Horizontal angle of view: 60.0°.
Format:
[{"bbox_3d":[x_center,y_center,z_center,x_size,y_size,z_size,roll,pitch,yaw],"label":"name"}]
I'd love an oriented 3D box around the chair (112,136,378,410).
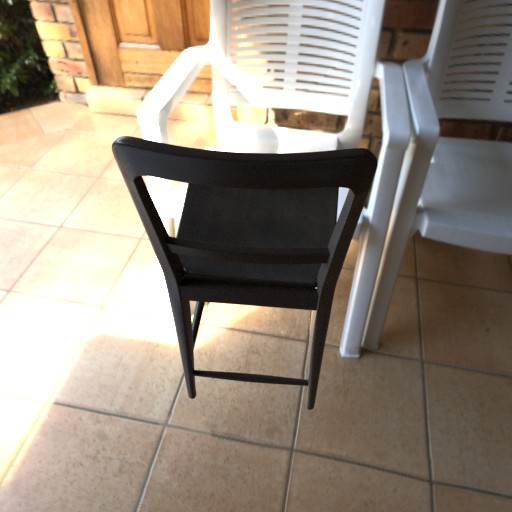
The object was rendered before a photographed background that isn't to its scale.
[{"bbox_3d":[0.000,0.000,1.229,0.450,0.991,0.546,4,45,4],"label":"chair"}]
